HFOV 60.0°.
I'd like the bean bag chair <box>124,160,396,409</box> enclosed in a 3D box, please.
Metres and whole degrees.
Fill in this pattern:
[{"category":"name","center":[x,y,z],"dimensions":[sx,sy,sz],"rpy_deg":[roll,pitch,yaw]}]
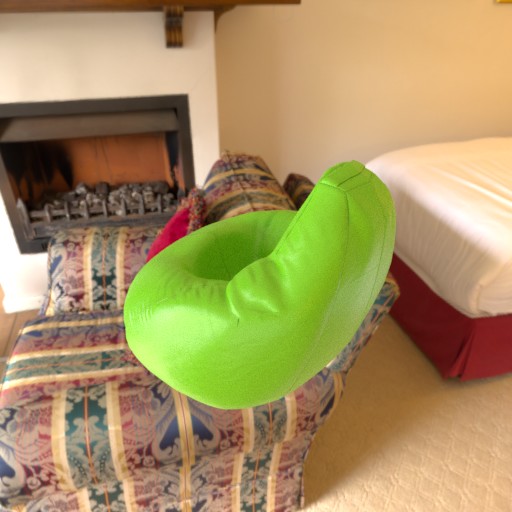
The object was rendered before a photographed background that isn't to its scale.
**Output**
[{"category":"bean bag chair","center":[0.000,0.000,1.883],"dimensions":[1.070,0.990,1.070],"rpy_deg":[23,39,31]}]
